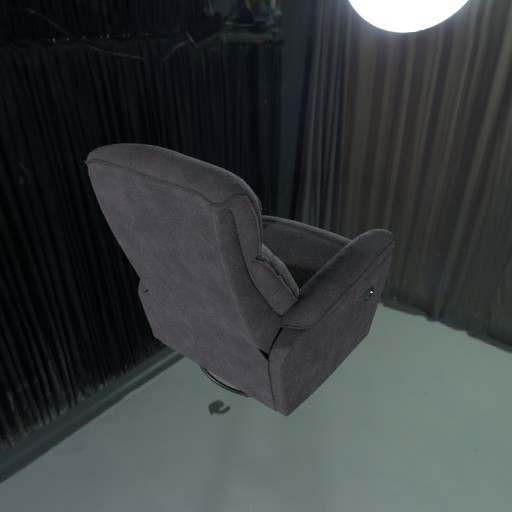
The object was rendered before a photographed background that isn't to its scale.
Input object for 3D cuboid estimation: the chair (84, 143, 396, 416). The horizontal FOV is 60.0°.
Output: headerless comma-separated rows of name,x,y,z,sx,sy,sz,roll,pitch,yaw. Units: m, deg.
chair,0.000,0.000,1.759,0.830,1.035,1.009,21,36,32
